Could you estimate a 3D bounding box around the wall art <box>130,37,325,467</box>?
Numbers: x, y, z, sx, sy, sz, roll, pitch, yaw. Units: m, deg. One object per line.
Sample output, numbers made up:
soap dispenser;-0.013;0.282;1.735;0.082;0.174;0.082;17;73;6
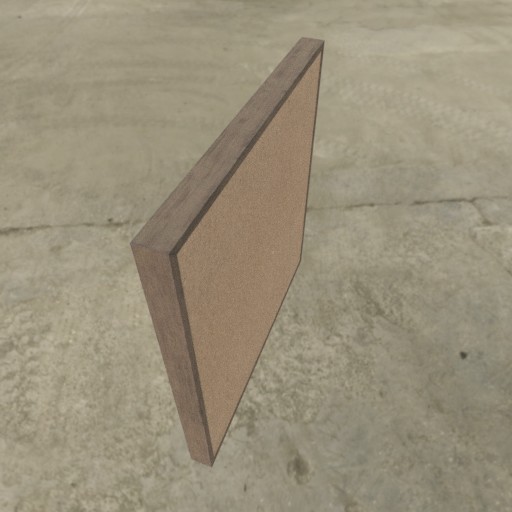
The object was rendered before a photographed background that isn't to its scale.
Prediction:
wall art;0.000;0.000;0.725;0.038;0.508;0.508;15;48;14
